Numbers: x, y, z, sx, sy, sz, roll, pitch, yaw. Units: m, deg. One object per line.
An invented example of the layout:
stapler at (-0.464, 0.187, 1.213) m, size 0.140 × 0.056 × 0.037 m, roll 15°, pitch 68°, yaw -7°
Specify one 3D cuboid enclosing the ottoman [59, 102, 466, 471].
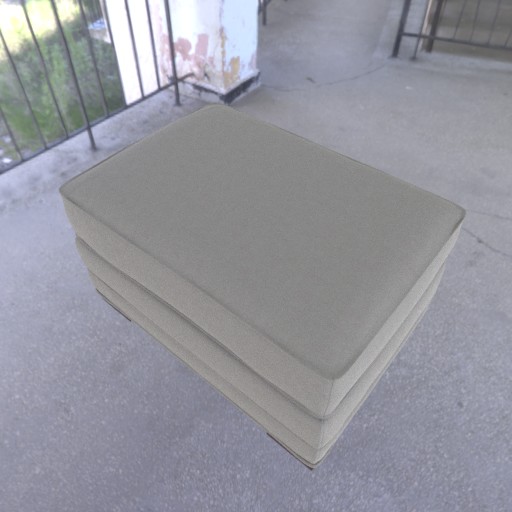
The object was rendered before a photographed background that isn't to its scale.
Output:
ottoman at (0.000, 0.000, 1.201) m, size 0.848 × 0.482 × 0.611 m, roll 31°, pitch 54°, yaw 26°
